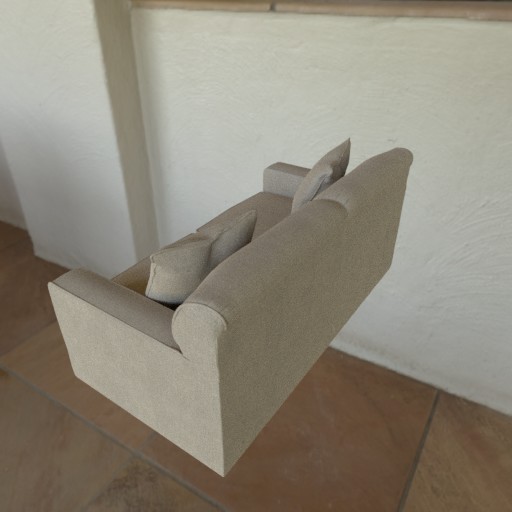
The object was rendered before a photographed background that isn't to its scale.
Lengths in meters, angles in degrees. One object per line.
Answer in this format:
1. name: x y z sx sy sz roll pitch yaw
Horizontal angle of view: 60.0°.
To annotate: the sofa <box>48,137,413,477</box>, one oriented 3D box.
1. sofa: 0.000 0.000 2.391 0.998 0.958 1.846 20 37 29
